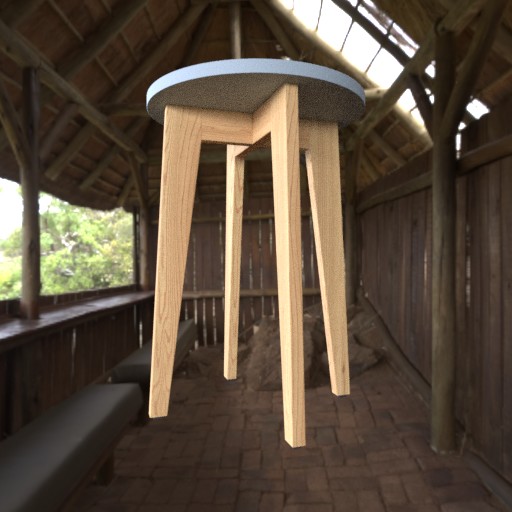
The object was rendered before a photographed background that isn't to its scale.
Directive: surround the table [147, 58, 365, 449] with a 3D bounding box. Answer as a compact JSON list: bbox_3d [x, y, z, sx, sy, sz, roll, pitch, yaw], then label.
[{"bbox_3d":[0.000,0.000,0.734,0.350,0.500,0.350,0,1,0],"label":"table"}]
